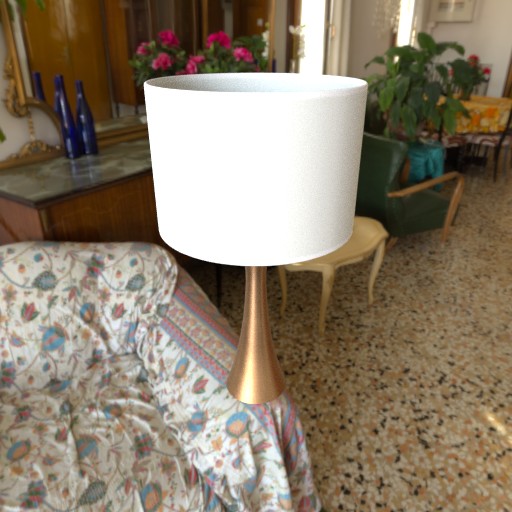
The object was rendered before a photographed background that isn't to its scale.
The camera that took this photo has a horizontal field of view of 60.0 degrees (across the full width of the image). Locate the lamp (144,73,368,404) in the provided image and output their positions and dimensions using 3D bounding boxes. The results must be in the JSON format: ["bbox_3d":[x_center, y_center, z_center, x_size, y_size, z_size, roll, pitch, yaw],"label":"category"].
[{"bbox_3d":[0.000,0.000,0.648,0.268,0.479,0.268,-1,26,-2],"label":"lamp"}]
